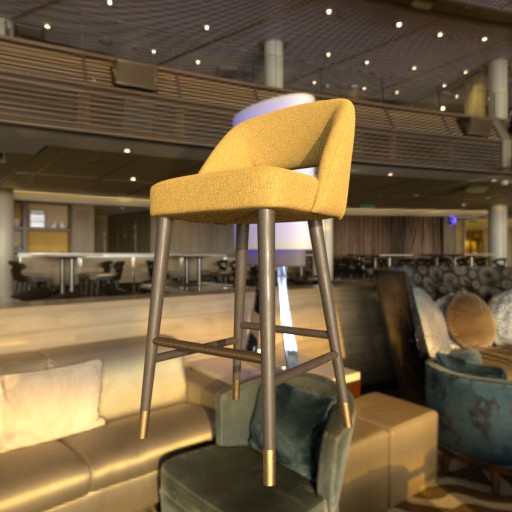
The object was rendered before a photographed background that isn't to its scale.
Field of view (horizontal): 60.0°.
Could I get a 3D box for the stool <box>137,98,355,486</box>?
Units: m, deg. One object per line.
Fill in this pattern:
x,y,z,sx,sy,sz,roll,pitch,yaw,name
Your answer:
0.000,0.000,1.329,0.536,1.032,0.522,0,0,36,stool
